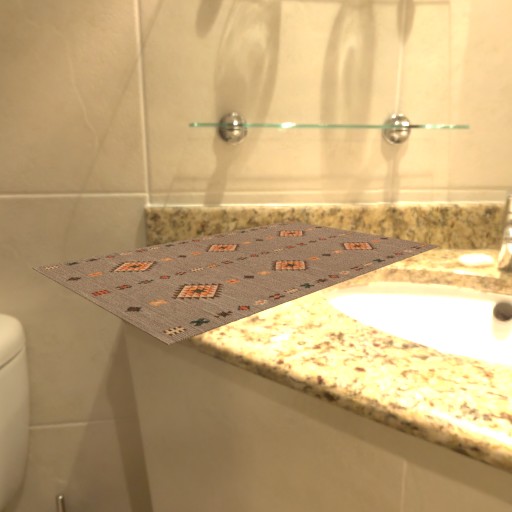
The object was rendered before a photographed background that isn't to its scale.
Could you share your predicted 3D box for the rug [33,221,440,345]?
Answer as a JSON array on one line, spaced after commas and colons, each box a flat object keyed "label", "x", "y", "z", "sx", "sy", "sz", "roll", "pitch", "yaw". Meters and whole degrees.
[{"label": "rug", "x": 0.000, "y": 0.000, "z": 3.064, "sx": 2.427, "sy": 0.007, "sz": 1.515, "roll": -14, "pitch": 20, "yaw": -43}]
